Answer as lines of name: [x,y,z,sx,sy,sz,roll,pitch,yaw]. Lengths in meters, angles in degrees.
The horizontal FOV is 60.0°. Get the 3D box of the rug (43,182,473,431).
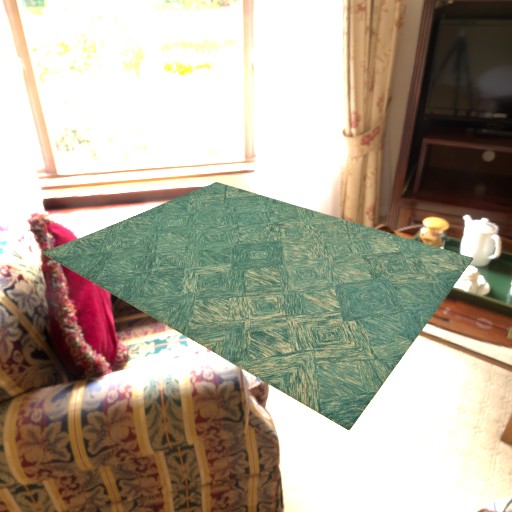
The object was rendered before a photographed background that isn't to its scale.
rug: [0.000,0.000,4.135,3.217,0.027,2.405,21,36,32]
